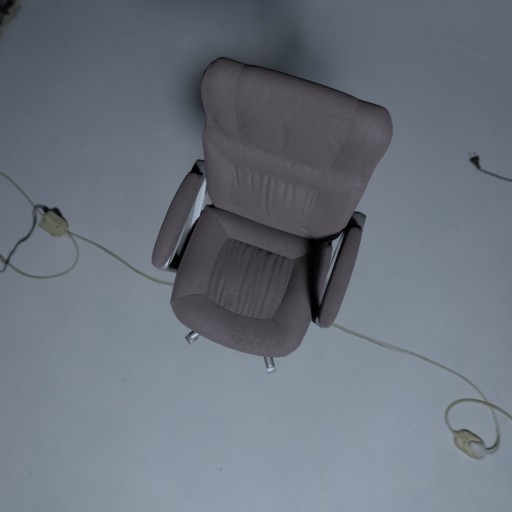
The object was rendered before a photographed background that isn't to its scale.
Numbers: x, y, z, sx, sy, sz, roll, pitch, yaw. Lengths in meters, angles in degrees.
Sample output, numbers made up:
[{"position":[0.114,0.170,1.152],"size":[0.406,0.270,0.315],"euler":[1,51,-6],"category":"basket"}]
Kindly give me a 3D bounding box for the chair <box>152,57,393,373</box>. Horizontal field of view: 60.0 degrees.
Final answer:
[{"position":[0.000,0.000,1.546],"size":[0.667,1.105,0.724],"euler":[19,76,5],"category":"chair"}]
